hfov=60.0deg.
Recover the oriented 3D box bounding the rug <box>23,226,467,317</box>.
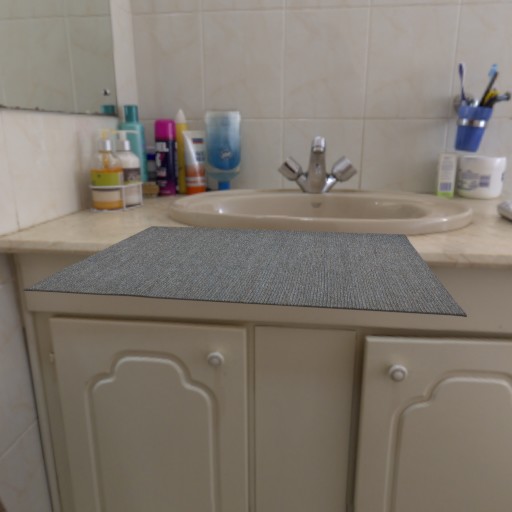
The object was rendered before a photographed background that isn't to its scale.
[{"bbox_3d":[0.000,0.000,4.160,3.068,0.021,2.456,2,15,9],"label":"rug"}]
